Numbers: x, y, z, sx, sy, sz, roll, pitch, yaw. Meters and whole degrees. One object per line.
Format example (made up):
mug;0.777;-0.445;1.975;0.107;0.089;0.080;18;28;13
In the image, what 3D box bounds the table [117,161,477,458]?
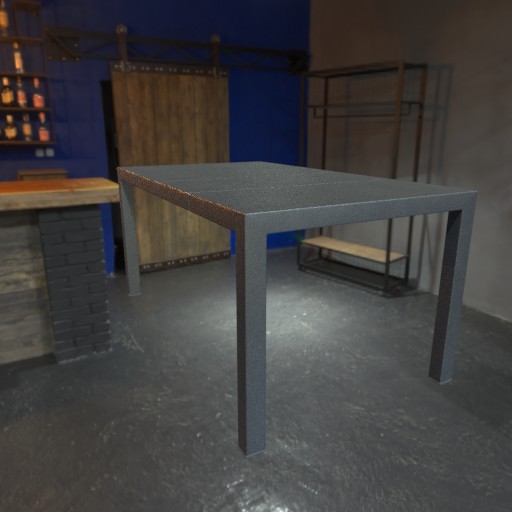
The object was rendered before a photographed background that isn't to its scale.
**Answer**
table;0.000;0.000;1.290;0.559;0.460;0.965;-8;18;-27
